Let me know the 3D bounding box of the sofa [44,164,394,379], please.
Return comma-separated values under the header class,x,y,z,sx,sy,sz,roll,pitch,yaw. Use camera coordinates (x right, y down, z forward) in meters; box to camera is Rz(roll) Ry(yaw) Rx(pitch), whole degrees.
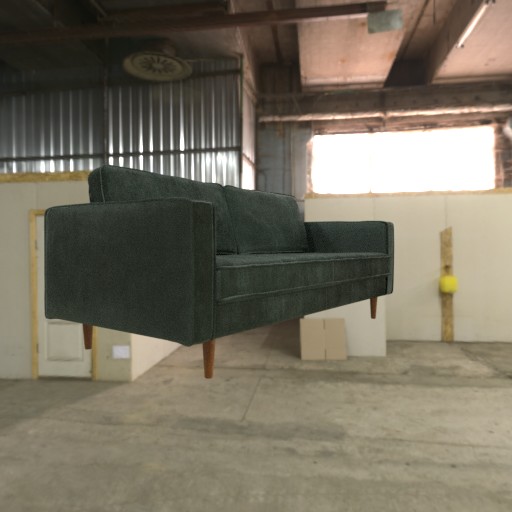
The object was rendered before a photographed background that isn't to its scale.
class,x,y,z,sx,sy,sz,roll,pitch,yaw
sofa,0.000,0.000,2.288,0.886,0.781,1.816,1,2,36
